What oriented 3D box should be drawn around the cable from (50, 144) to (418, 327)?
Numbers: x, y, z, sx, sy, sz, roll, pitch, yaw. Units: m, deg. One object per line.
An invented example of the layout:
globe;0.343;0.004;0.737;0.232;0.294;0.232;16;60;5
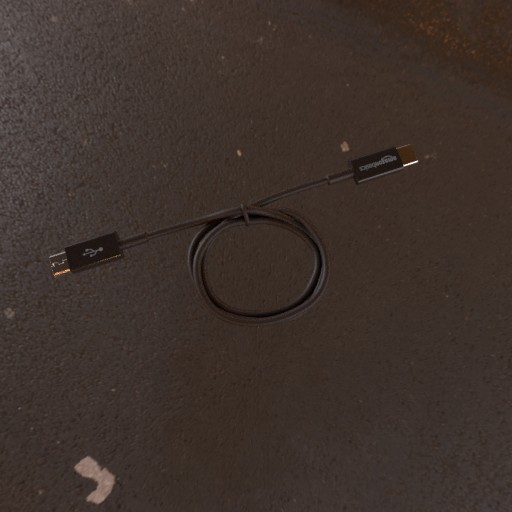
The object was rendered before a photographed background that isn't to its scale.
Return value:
cable;0.000;0.000;0.215;0.192;0.014;0.070;-18;76;-4
